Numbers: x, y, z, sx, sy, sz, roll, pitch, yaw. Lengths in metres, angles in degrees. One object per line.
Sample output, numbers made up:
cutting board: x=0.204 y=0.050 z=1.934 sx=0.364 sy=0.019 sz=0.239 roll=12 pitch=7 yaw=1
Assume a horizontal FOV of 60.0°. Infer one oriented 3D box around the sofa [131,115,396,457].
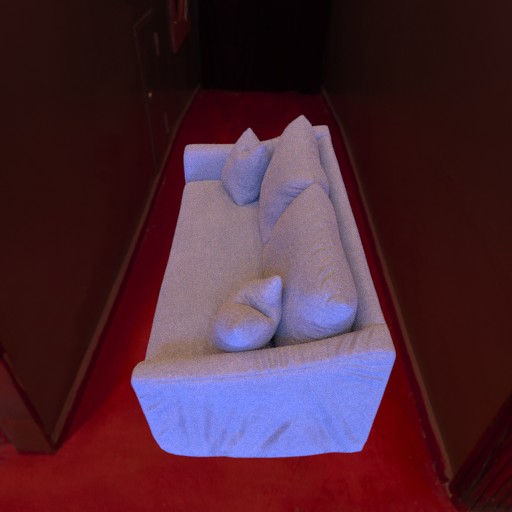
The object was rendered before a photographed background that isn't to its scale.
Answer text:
sofa: x=0.000 y=0.000 z=2.637 sx=1.072 sy=1.018 sz=2.010 roll=0 pitch=41 yaw=0
